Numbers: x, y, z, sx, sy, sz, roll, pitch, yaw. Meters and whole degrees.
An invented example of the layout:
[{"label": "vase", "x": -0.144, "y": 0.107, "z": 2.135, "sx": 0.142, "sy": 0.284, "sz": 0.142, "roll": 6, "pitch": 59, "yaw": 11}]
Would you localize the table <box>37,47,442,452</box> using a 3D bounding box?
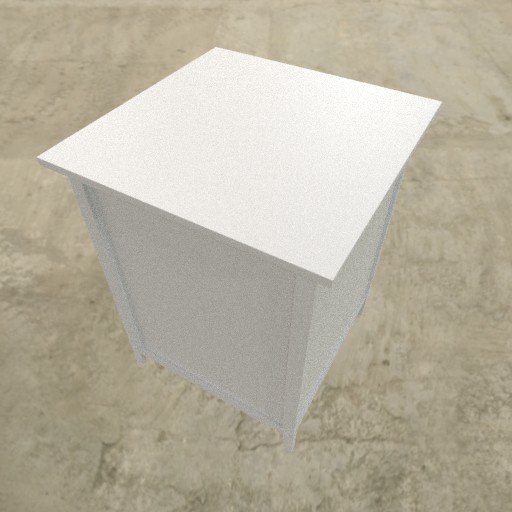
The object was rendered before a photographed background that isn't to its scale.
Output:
[{"label": "table", "x": 0.000, "y": 0.000, "z": 0.746, "sx": 0.381, "sy": 0.483, "sz": 0.381, "roll": 23, "pitch": 51, "yaw": 20}]
